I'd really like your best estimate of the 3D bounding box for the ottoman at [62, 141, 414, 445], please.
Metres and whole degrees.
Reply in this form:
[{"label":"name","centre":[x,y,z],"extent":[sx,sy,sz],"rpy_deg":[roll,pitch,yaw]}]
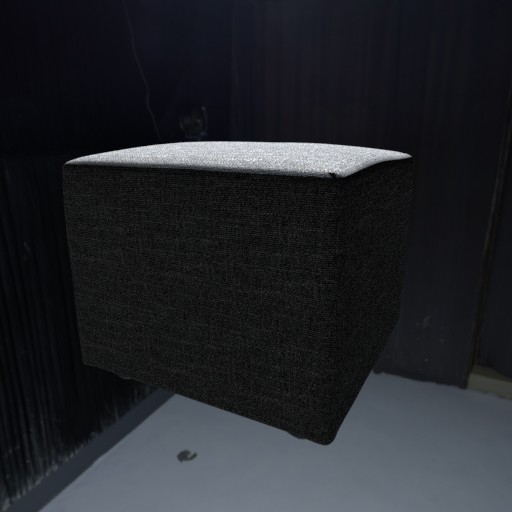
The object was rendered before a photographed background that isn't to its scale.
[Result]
[{"label":"ottoman","centre":[0.000,0.000,0.911],"extent":[0.521,0.453,0.512],"rpy_deg":[8,18,27]}]
